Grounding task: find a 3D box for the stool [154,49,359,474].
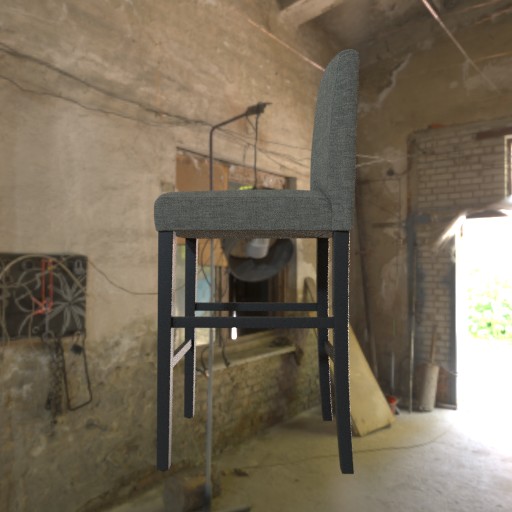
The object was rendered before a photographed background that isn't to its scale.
[{"bbox_3d":[0.000,0.000,1.366,0.552,1.138,0.451,0,0,1],"label":"stool"}]
